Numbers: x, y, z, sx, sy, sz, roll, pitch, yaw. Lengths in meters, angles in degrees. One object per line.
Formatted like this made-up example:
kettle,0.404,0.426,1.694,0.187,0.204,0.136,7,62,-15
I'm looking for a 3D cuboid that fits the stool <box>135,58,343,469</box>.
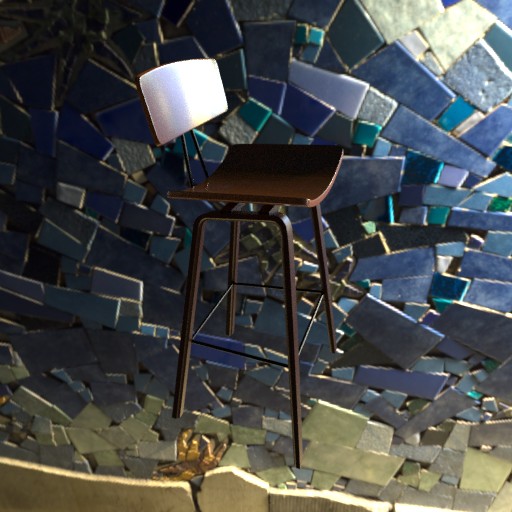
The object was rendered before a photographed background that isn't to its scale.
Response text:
stool,0.000,0.000,1.227,0.440,0.969,0.509,10,32,17
